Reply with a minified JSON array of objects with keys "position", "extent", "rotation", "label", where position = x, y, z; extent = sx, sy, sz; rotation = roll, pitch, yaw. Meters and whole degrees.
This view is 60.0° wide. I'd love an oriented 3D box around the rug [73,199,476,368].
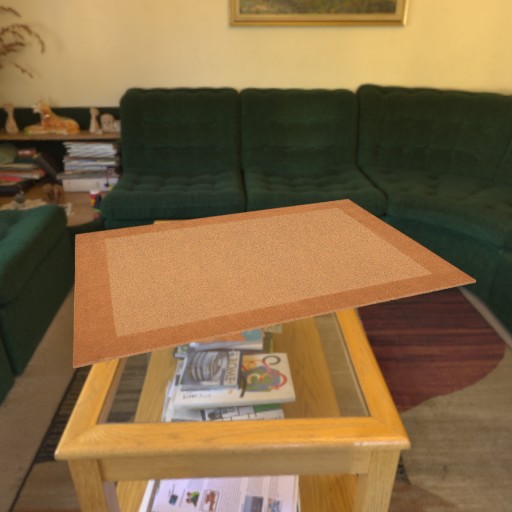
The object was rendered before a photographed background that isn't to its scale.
[{"position":[0.000,0.000,2.378],"extent":[1.829,0.014,1.219],"rotation":[-9,29,-17],"label":"rug"}]
